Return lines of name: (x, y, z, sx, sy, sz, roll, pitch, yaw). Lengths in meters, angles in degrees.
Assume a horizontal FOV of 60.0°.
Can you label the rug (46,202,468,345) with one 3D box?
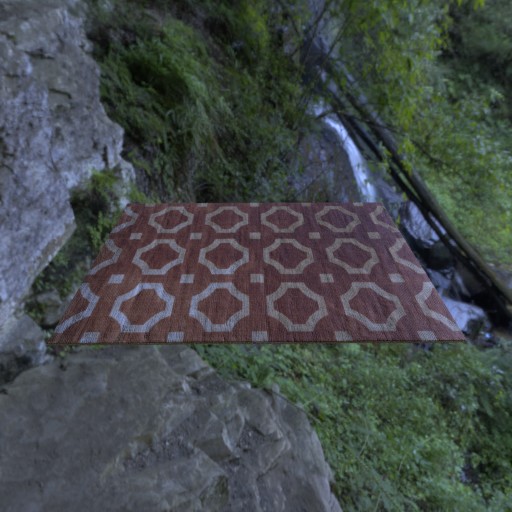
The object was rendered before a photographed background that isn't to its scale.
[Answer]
rug: (0.000, 0.000, 4.254, 3.049, 0.021, 2.466, 0, 31, -1)
